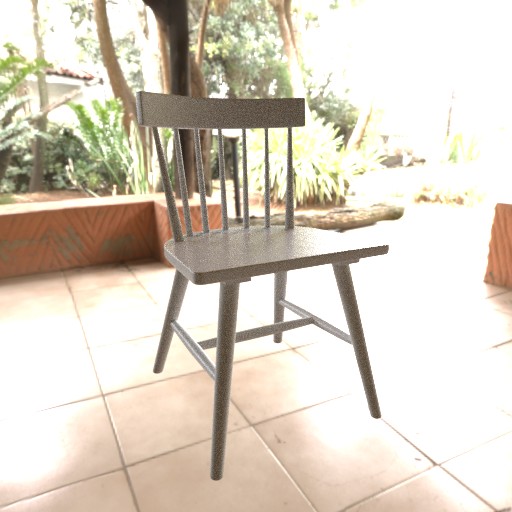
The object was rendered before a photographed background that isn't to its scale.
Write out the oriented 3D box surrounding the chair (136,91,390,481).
[{"bbox_3d":[0.000,0.000,1.118,0.483,0.787,0.500,-8,18,-27],"label":"chair"}]
